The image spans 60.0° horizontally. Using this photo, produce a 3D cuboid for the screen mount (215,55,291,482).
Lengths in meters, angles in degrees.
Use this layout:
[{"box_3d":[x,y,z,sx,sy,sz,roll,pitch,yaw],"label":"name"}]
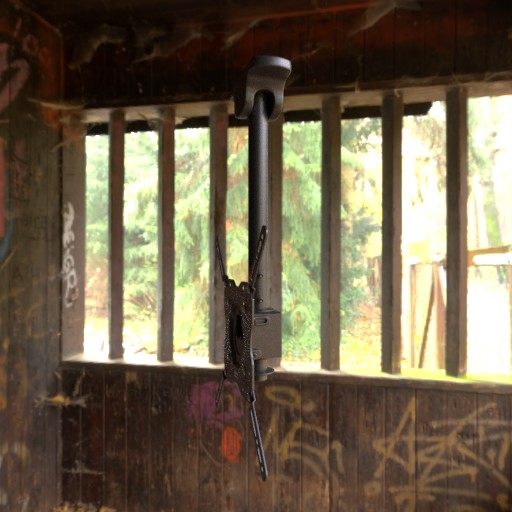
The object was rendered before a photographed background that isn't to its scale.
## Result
[{"box_3d":[0.000,0.000,0.905,0.090,0.729,0.393,0,0,-17],"label":"screen mount"}]
